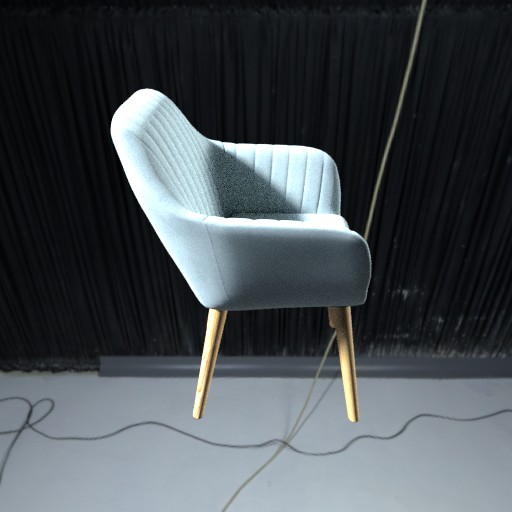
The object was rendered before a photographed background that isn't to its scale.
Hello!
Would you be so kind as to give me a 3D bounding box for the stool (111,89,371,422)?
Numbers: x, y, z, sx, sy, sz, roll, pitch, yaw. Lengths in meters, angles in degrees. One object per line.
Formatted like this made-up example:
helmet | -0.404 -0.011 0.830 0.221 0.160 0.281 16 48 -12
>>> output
stool | 0.000 0.000 1.213 0.590 0.830 0.503 0 32 0
